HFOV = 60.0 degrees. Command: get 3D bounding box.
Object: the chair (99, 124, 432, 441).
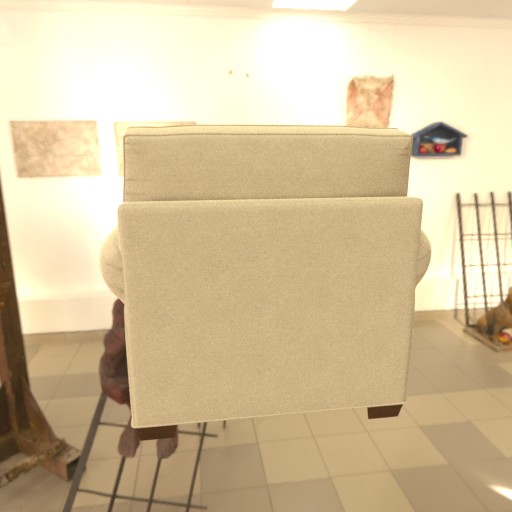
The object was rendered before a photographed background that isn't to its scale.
[{"bbox_3d":[0.000,0.000,1.713,1.040,0.955,0.863,-2,15,-8],"label":"chair"}]
